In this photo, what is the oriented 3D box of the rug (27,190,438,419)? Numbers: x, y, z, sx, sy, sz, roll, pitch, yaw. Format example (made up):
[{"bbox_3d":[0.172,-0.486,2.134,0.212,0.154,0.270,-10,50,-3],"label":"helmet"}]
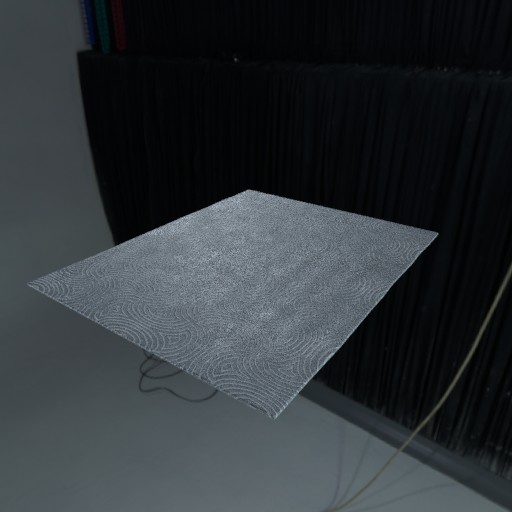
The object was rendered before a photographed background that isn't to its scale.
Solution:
[{"bbox_3d":[0.000,0.000,4.100,2.456,0.021,3.042,18,32,32],"label":"rug"}]
